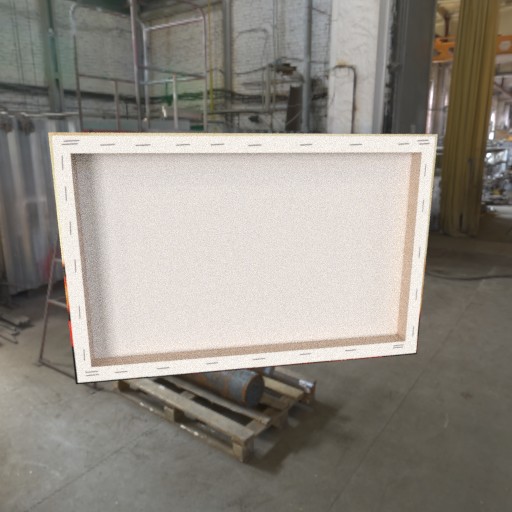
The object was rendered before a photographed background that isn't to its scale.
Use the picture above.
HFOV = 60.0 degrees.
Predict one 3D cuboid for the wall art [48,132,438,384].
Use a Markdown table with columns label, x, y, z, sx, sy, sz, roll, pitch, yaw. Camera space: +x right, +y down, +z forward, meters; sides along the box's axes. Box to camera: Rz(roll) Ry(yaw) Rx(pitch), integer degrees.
| label | x | y | z | sx | sy | sz | roll | pitch | yaw |
| --- | --- | --- | --- | --- | --- | --- | --- | --- | --- |
| wall art | 0.000 | 0.000 | 0.756 | 0.613 | 0.402 | 0.040 | -3 | 14 | -10 |
